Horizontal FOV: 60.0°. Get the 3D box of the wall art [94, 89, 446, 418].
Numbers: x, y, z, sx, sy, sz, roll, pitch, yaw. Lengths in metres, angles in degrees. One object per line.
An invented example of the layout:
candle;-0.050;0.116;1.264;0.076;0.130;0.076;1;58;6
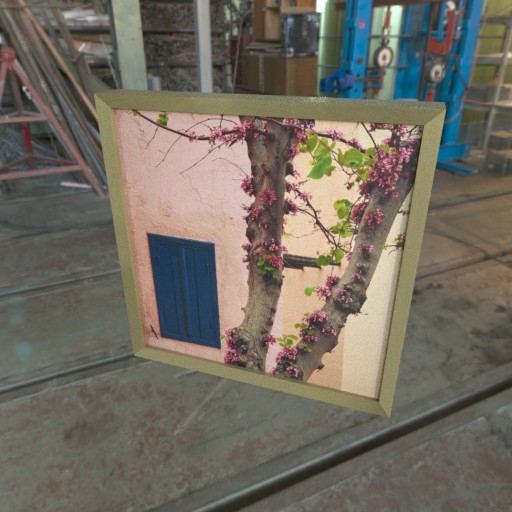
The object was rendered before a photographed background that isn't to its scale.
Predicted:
wall art;0.000;0.000;0.449;0.304;0.305;0.038;9;28;17
